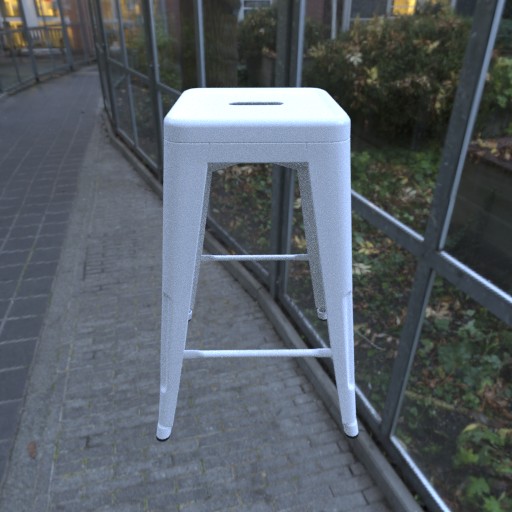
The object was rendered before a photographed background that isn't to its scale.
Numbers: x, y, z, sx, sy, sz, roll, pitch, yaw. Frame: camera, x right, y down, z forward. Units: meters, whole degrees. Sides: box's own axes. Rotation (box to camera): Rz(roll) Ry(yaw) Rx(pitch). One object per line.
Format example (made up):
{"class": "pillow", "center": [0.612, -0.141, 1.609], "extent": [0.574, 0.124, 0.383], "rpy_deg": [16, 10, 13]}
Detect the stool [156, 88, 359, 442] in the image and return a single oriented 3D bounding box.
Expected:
{"class": "stool", "center": [0.000, 0.000, 0.905], "extent": [0.406, 0.610, 0.406], "rpy_deg": [-1, 29, -1]}
